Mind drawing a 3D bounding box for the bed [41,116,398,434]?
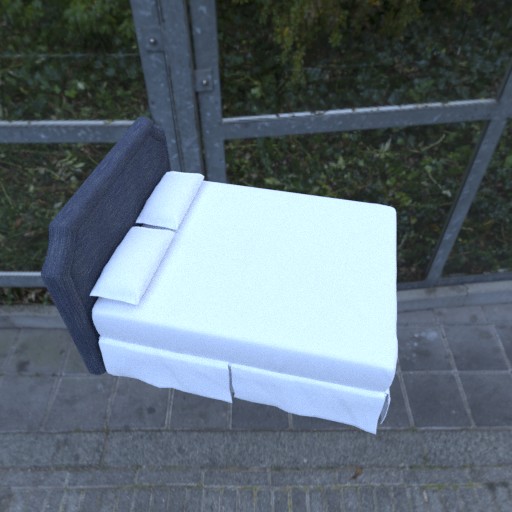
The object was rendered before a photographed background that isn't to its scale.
[{"bbox_3d":[0.000,0.000,3.189,2.116,1.290,1.693,9,46,9],"label":"bed"}]
